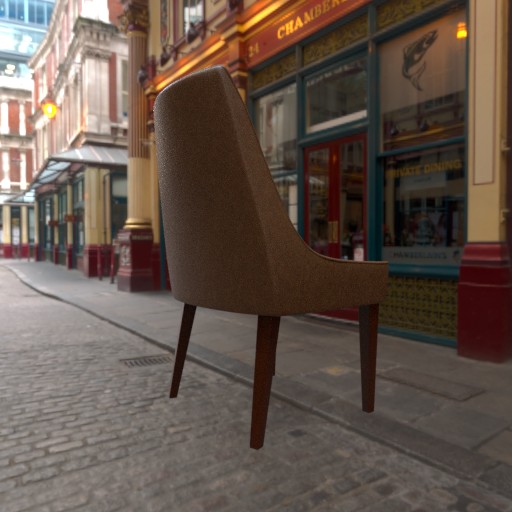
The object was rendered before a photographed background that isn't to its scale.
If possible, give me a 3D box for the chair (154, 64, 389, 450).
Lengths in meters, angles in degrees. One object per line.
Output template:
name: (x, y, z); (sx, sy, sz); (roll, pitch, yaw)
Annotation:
chair: (0.000, 0.000, 1.253); (0.544, 0.861, 0.529); (-1, 1, -37)
